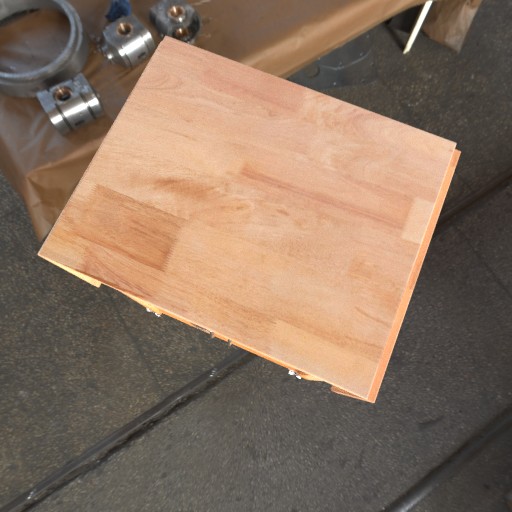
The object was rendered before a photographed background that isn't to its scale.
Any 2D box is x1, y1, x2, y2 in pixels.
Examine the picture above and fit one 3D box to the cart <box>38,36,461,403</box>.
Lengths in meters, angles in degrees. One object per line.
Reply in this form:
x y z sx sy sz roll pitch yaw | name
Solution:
0.000 0.000 1.205 0.640 0.838 0.508 23 76 6 | cart
